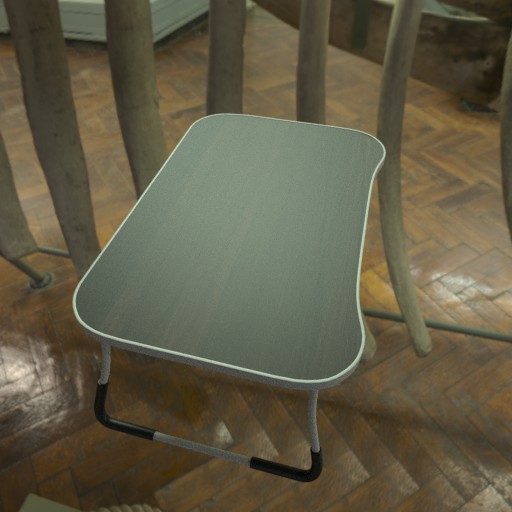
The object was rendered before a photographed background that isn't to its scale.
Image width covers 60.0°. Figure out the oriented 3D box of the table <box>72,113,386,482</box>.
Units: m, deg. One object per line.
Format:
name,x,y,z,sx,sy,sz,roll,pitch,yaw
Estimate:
table,0.000,0.000,0.825,0.400,0.232,0.660,11,47,10
